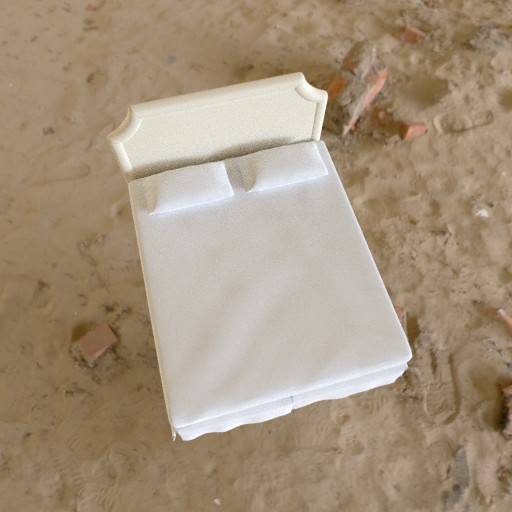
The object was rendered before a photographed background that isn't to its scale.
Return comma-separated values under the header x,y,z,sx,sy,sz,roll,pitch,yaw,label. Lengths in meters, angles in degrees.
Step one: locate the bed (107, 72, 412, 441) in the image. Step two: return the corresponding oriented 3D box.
x,y,z,sx,sy,sz,roll,pitch,yaw,label
0.000,0.000,4.209,2.350,1.590,2.773,-14,66,-6,bed
